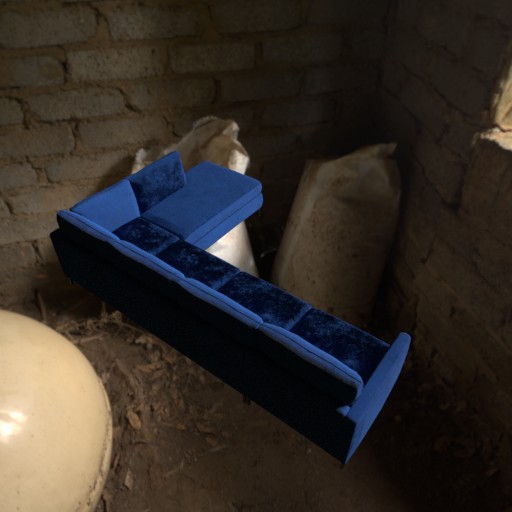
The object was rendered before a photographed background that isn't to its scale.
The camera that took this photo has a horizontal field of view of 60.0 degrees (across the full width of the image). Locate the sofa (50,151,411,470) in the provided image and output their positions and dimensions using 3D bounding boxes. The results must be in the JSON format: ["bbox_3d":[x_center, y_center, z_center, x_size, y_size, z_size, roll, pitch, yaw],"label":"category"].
[{"bbox_3d":[0.000,0.000,3.230,2.486,0.687,1.707,26,47,27],"label":"sofa"}]
